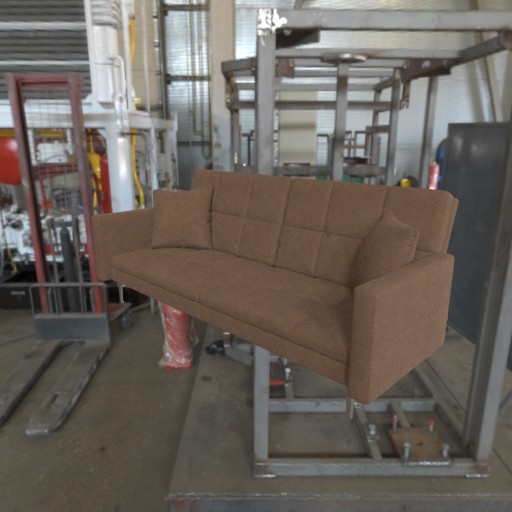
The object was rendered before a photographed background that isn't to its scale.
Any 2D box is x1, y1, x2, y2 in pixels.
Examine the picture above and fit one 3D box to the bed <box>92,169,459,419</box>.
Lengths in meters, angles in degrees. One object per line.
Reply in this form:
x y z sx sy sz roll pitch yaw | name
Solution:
0.000 0.000 2.344 1.905 0.787 0.889 15 21 42 | bed
